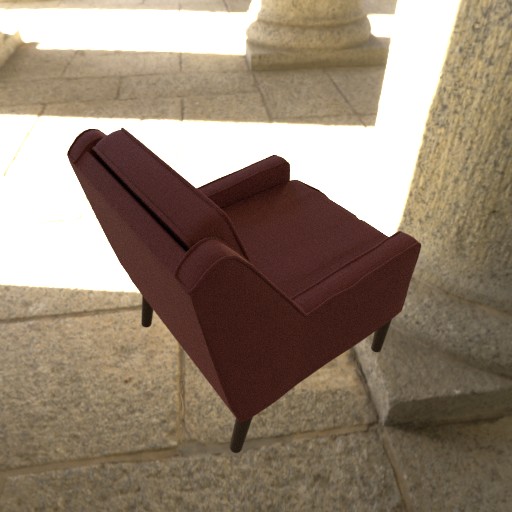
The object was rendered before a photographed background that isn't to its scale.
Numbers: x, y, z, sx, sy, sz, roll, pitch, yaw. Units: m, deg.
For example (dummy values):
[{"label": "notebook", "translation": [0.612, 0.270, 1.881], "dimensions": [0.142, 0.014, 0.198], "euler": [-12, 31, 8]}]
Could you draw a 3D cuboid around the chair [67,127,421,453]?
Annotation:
[{"label": "chair", "translation": [0.000, 0.000, 1.364], "dimensions": [0.770, 0.812, 0.680], "euler": [-26, 47, -27]}]
